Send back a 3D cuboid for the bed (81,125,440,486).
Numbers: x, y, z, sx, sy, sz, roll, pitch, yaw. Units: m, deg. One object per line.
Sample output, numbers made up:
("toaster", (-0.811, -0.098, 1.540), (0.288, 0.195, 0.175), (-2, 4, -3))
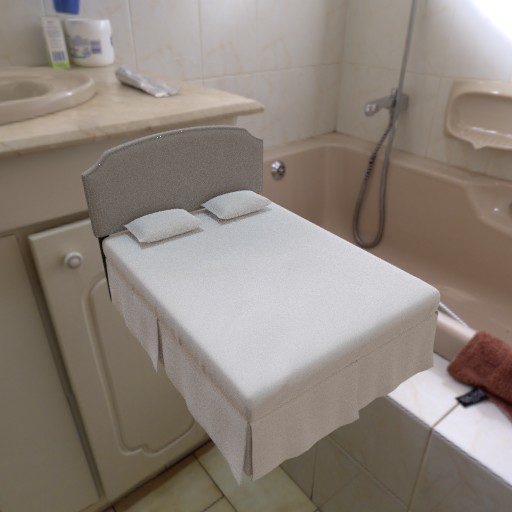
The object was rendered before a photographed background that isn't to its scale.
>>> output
("bed", (0.000, 0.000, 2.946), (1.558, 1.270, 1.999), (-20, 36, -31))
